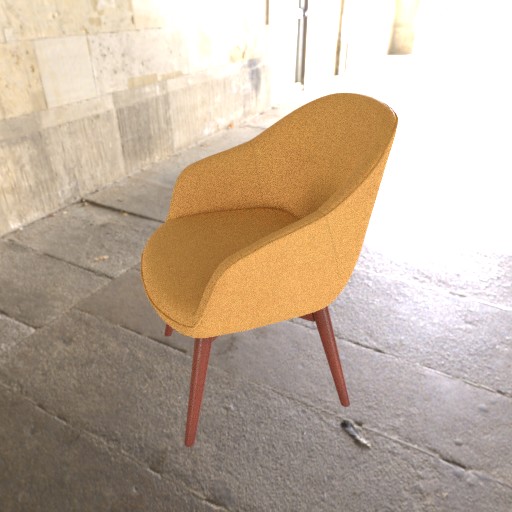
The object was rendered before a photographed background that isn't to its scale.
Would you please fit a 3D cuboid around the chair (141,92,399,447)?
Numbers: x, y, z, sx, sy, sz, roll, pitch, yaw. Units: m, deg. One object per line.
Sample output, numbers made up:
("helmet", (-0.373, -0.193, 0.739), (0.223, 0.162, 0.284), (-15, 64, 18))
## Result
("chair", (0.000, 0.000, 1.245), (0.635, 0.823, 0.596), (-9, 32, -14))
